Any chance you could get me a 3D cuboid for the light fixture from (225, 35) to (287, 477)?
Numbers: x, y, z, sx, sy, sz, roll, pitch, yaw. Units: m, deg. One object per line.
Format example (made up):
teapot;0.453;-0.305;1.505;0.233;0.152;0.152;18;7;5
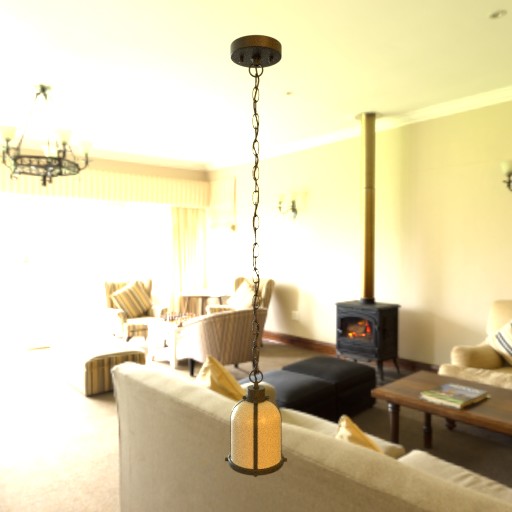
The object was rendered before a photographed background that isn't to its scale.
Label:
light fixture;0.000;0.000;1.262;0.178;1.181;0.178;0;1;1
